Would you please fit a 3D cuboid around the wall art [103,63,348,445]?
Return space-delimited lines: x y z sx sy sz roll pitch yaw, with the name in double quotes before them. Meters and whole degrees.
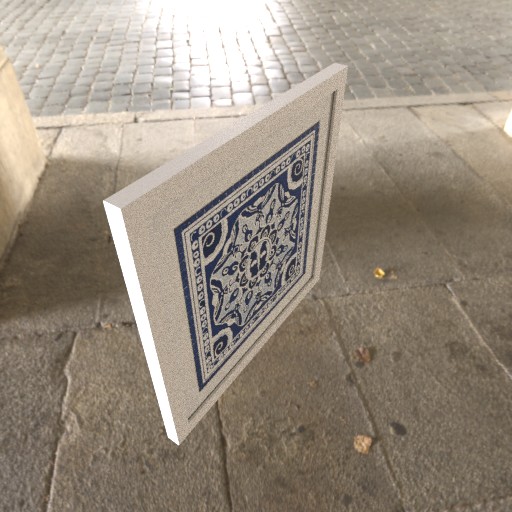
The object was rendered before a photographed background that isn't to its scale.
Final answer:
"wall art" 0.000 0.000 0.849 0.028 0.559 0.559 25 47 25
